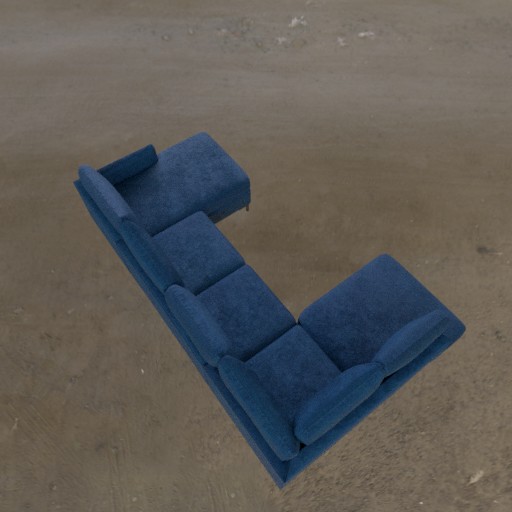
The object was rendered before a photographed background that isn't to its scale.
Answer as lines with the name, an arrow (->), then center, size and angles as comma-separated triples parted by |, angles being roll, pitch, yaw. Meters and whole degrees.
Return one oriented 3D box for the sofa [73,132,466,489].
sofa -> 0.000, 0.000, 4.250 | 2.055, 0.992, 3.434 | -33, 64, -18
